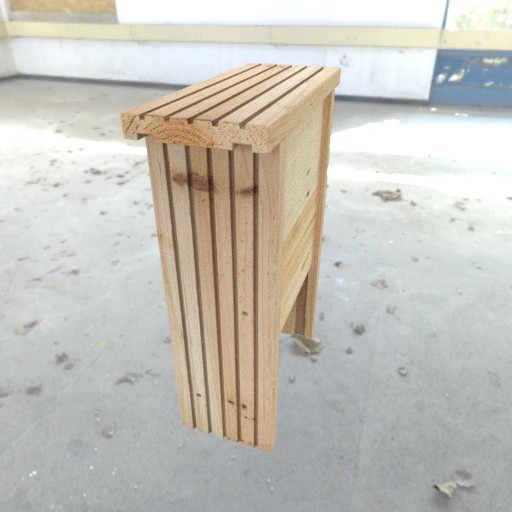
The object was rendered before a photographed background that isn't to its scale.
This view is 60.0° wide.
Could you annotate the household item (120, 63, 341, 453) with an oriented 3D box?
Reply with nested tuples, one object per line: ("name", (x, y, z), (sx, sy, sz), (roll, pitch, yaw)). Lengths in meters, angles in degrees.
("household item", (0.000, 0.000, 0.556), (0.123, 0.407, 0.301), (10, 32, 16))
